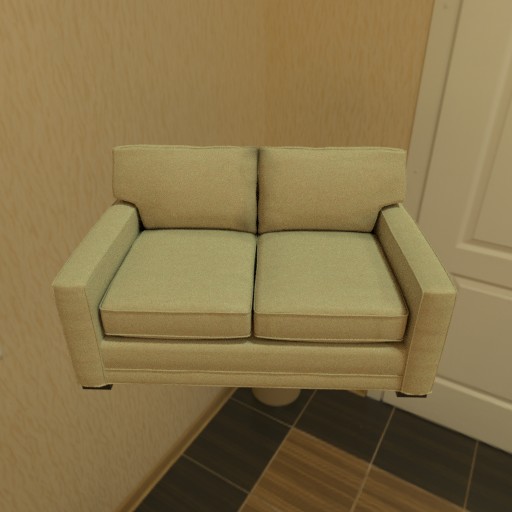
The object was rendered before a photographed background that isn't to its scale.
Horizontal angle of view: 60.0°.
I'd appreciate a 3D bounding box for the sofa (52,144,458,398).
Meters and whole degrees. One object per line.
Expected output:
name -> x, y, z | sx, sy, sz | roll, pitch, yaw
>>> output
sofa -> 0.000, 0.000, 2.050 | 1.484, 0.853, 0.942 | 1, 30, 2
